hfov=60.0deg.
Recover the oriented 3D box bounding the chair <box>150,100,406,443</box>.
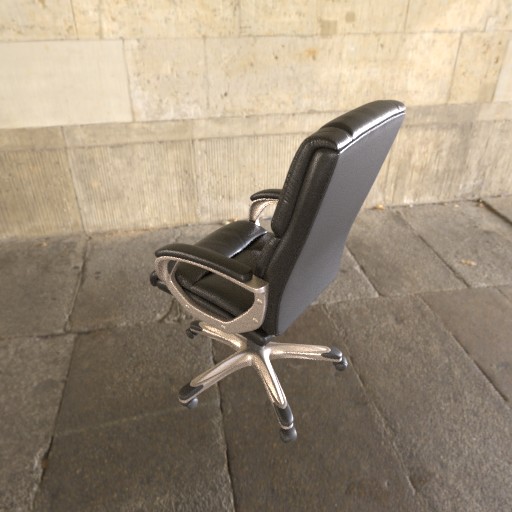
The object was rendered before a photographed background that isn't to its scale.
[{"bbox_3d":[0.000,0.000,1.618,0.780,1.145,0.700,20,37,29],"label":"chair"}]
